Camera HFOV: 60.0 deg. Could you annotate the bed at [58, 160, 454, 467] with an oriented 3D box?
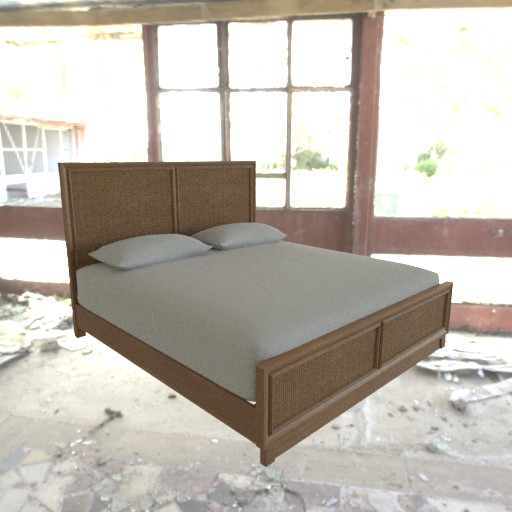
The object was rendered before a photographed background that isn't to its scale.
[{"bbox_3d":[0.000,0.000,3.368,2.003,1.387,2.184,-12,17,-43],"label":"bed"}]
